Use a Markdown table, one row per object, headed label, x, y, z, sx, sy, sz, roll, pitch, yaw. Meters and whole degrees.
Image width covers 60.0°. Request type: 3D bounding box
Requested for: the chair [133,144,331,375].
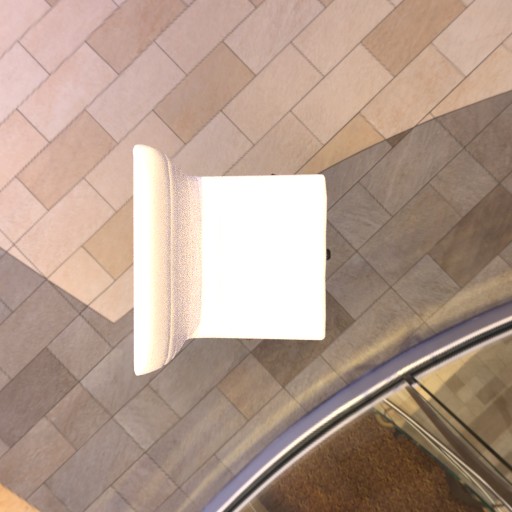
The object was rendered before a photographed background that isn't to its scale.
| label | x | y | z | sx | sy | sz | roll | pitch | yaw |
| --- | --- | --- | --- | --- | --- | --- | --- | --- | --- |
| chair | 0.000 | 0.000 | 1.074 | 0.455 | 0.750 | 0.520 | 0 | 91 | 2 |
